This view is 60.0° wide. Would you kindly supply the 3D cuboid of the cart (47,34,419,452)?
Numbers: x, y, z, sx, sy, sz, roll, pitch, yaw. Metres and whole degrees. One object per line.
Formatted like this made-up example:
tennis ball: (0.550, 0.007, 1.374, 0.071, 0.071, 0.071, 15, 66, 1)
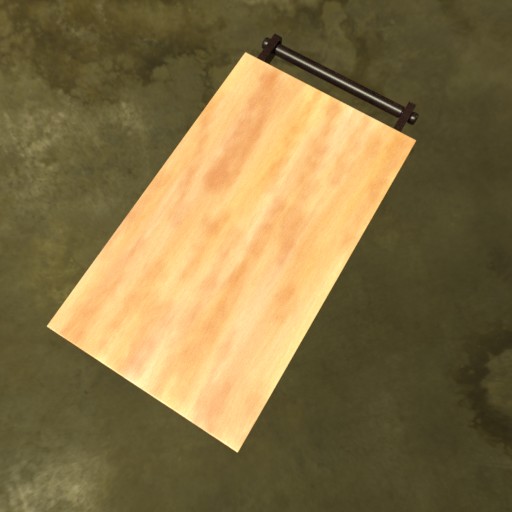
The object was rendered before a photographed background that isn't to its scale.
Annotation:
cart: (0.000, 0.000, 1.416, 0.472, 0.878, 0.914, 30, 77, 8)
